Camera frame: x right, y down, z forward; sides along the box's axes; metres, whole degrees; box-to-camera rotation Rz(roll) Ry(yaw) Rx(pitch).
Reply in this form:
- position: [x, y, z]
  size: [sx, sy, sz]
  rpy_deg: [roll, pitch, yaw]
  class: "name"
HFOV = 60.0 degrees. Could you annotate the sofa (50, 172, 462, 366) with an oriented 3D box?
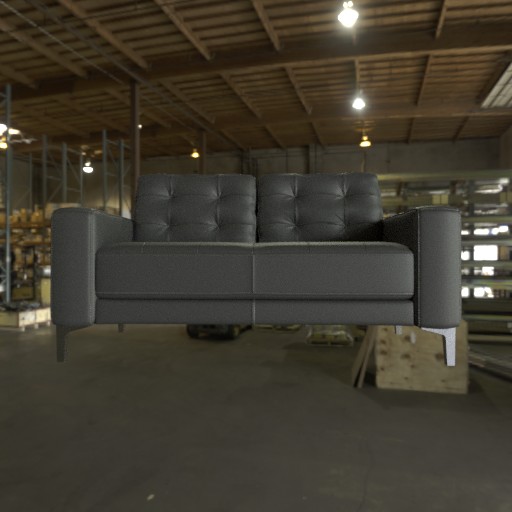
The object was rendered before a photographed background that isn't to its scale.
- position: [0.000, 0.000, 2.215]
  size: [1.726, 0.893, 0.833]
  rpy_deg: [0, 0, 2]
  class: "sofa"
